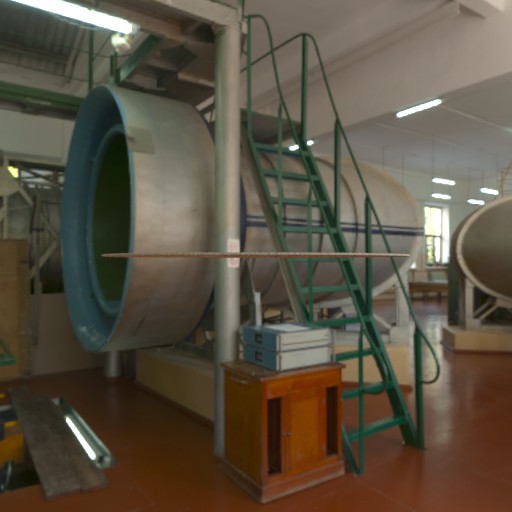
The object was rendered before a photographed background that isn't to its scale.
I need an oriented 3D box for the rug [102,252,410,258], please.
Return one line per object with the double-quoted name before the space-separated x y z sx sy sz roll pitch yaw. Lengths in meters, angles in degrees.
"rug" 0.000 0.000 2.430 1.598 0.010 1.598 0 -1 0
